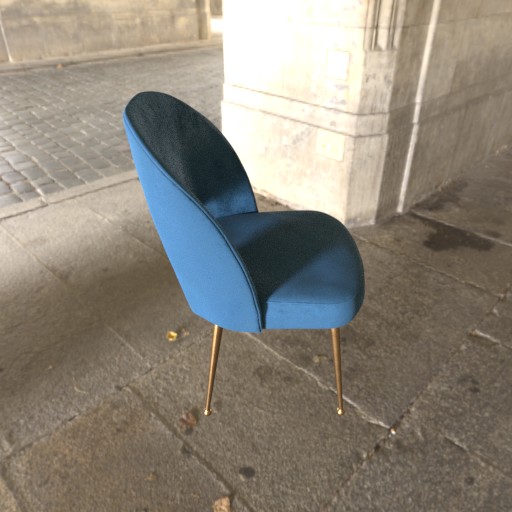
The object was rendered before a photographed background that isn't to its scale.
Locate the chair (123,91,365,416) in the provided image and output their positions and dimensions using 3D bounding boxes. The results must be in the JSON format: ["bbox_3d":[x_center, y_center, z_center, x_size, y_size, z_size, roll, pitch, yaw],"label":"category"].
[{"bbox_3d":[0.000,0.000,1.248,0.577,0.860,0.527,0,33,0],"label":"chair"}]
